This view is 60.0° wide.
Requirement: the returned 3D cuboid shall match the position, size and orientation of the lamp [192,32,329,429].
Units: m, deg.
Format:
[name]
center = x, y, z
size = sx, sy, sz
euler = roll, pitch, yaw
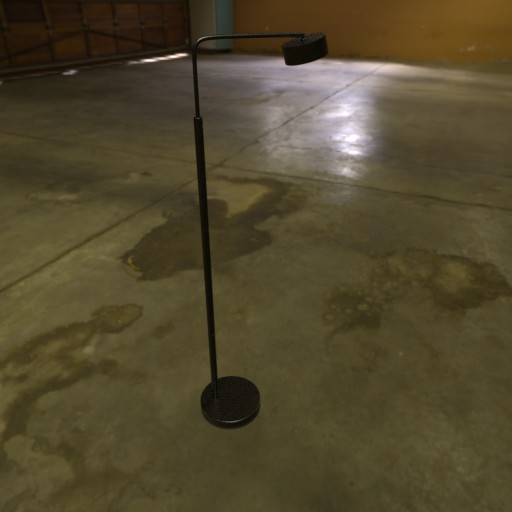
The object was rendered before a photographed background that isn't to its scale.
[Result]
[lamp]
center = 0.000, 0.000, 1.369
size = 0.418, 1.230, 0.219
euler = -10, 31, -18
